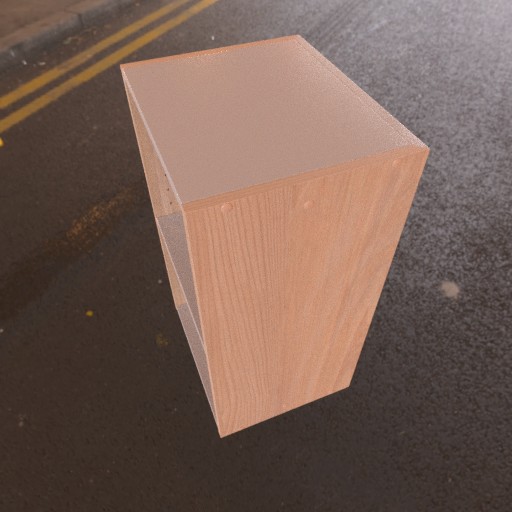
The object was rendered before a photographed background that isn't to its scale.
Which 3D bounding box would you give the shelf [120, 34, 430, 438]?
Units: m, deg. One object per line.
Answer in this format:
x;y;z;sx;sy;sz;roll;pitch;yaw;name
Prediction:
0.000;0.000;0.800;0.290;0.600;0.350;-17;50;-15;shelf
